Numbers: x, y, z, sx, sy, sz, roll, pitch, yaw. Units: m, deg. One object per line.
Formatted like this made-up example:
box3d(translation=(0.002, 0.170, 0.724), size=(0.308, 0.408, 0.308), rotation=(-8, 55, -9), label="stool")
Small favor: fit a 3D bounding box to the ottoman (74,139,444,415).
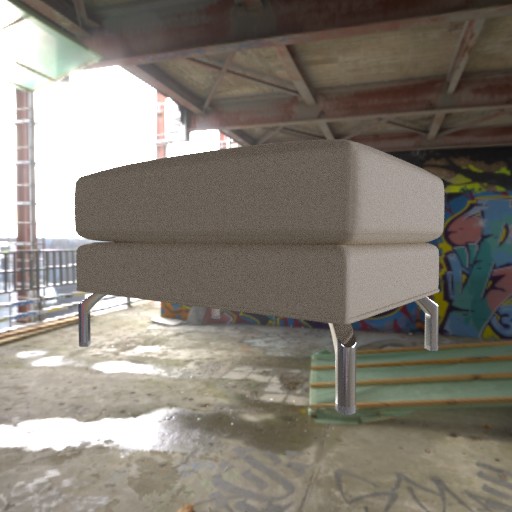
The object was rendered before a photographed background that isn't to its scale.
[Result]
box3d(translation=(0.000, 0.000, 1.194), size=(0.835, 0.497, 0.581), rotation=(2, 3, 37), label="ottoman")
